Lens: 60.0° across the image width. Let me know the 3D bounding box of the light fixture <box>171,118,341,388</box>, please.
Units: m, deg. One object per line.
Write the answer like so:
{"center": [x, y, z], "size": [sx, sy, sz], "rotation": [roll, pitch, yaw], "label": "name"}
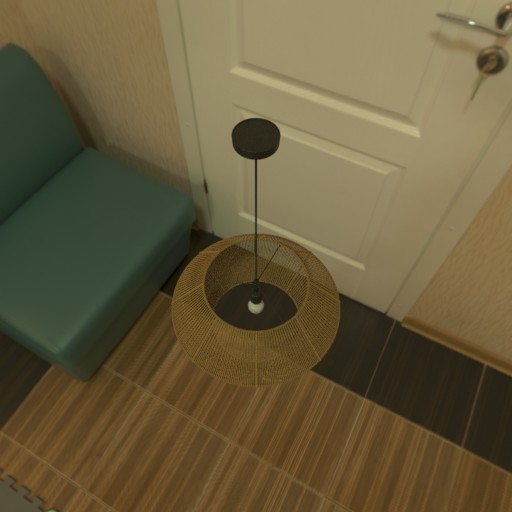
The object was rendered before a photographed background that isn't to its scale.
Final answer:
{"center": [0.000, 0.000, 1.396], "size": [0.643, 1.009, 0.643], "rotation": [0, 58, 0], "label": "light fixture"}
